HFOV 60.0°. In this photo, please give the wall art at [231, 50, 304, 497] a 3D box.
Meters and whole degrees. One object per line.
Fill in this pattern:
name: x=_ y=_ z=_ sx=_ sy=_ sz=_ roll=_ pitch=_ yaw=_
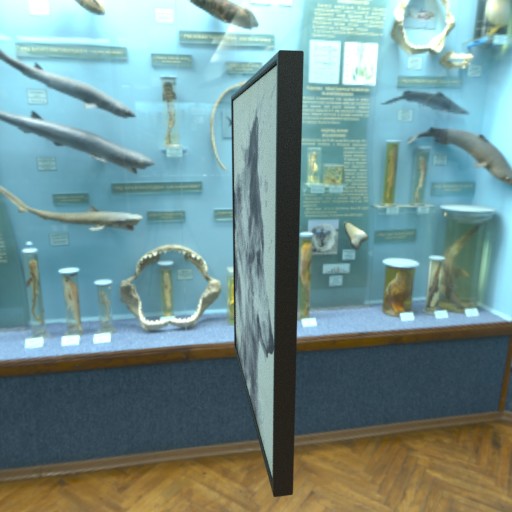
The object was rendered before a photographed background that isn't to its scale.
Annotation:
wall art: x=0.000 y=0.000 z=0.742 sx=0.028 sy=0.551 sz=0.451 roll=-2 pitch=14 yaw=-9
